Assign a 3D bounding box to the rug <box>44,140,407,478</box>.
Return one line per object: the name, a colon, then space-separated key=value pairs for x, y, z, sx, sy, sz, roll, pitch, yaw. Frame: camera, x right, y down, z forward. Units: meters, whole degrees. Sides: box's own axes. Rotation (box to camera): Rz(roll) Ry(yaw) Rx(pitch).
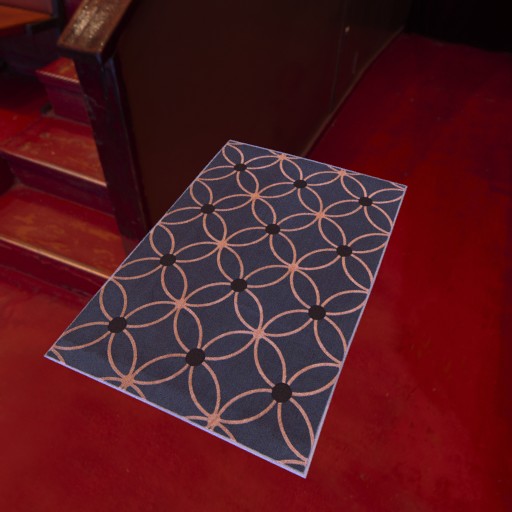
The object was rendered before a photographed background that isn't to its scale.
rug: x=0.000 y=0.000 z=2.903 sx=1.522 sy=0.008 sz=2.284 roll=18 pitch=50 yaw=16
